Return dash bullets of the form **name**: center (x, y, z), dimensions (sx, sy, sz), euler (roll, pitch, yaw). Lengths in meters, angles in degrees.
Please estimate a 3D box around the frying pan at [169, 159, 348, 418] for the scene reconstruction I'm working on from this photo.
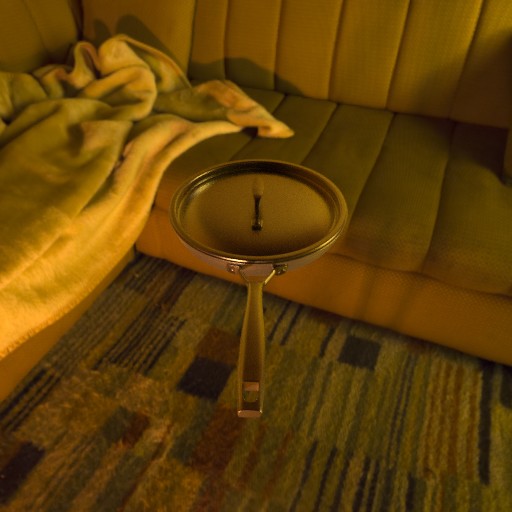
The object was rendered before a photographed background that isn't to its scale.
- **frying pan**: center (0.000, 0.000, 0.606), dimensions (0.272, 0.086, 0.490), euler (1, 41, 1)
